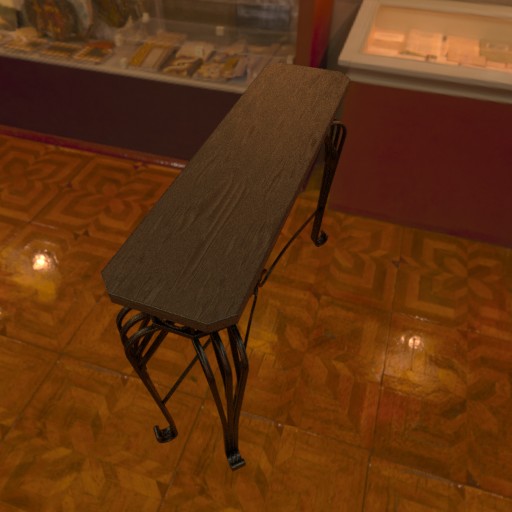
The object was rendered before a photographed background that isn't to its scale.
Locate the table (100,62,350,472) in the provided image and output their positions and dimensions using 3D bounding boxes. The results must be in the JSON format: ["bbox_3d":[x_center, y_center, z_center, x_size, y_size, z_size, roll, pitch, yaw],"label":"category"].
[{"bbox_3d":[0.000,0.000,1.455,0.329,0.800,1.112,15,49,14],"label":"table"}]
